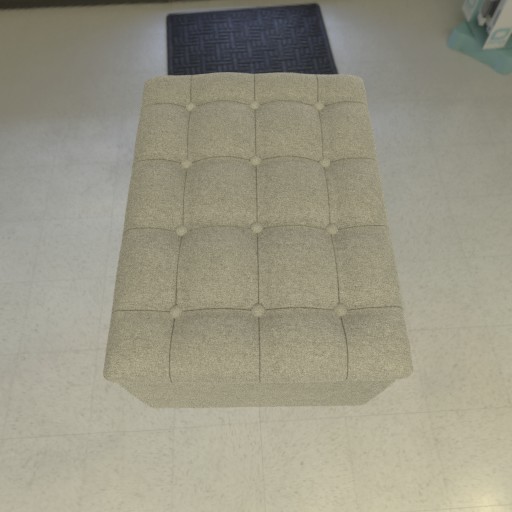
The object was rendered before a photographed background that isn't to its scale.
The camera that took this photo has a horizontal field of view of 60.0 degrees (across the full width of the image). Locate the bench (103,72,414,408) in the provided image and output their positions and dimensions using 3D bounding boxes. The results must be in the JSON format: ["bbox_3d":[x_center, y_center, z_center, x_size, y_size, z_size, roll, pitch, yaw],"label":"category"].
[{"bbox_3d":[0.000,0.000,0.888,0.417,0.469,0.572,-1,63,0],"label":"bench"}]
